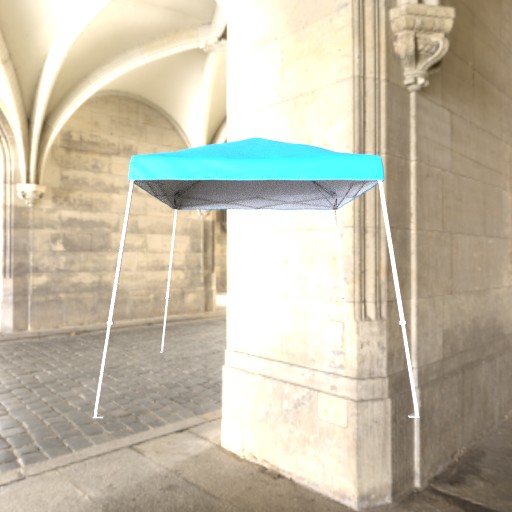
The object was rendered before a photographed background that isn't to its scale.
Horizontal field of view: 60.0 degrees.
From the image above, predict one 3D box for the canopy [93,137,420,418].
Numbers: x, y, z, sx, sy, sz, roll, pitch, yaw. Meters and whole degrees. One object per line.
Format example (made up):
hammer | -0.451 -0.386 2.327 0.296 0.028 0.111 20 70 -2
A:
canopy | 0.000 0.000 5.300 2.848 2.849 2.849 0 -1 0
